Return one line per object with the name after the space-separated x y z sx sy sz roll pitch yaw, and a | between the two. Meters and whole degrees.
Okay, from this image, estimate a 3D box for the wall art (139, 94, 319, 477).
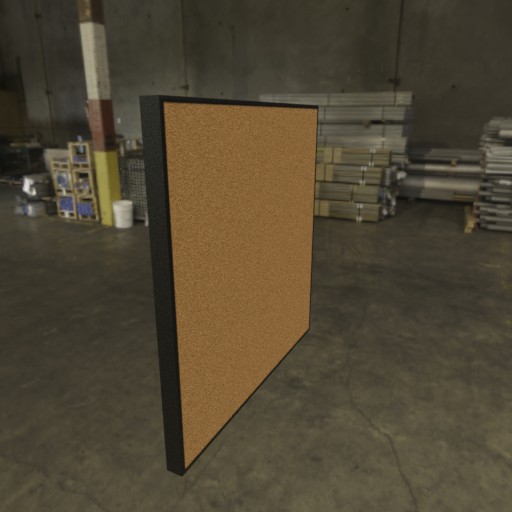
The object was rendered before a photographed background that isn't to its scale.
0.000 0.000 1.165 0.042 0.766 0.769 9 19 26 | wall art
